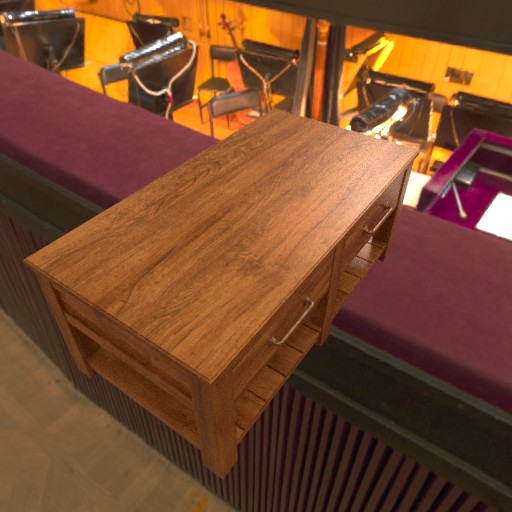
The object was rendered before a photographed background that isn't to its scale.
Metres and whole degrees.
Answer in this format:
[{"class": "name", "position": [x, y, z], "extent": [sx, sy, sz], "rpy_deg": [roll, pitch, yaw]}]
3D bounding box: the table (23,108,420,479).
[{"class": "table", "position": [0.000, 0.000, 1.495], "extent": [0.635, 0.480, 1.150], "rpy_deg": [25, 47, 26]}]
